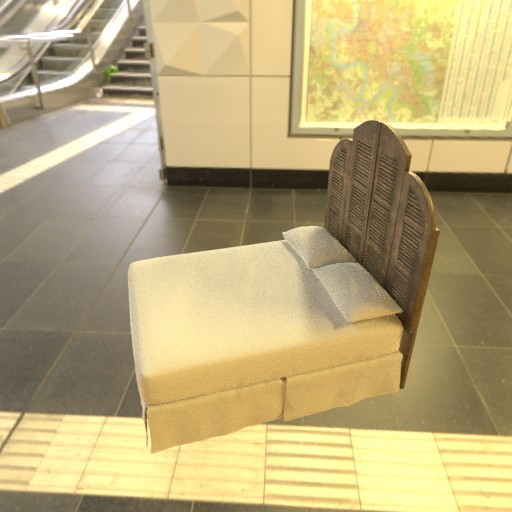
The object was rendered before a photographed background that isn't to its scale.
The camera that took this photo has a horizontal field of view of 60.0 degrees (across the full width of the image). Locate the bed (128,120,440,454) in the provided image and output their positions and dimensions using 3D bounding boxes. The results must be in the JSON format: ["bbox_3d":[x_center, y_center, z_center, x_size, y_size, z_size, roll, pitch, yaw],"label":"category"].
[{"bbox_3d":[0.000,0.000,3.616,2.138,2.019,1.713,-8,31,-14],"label":"bed"}]
